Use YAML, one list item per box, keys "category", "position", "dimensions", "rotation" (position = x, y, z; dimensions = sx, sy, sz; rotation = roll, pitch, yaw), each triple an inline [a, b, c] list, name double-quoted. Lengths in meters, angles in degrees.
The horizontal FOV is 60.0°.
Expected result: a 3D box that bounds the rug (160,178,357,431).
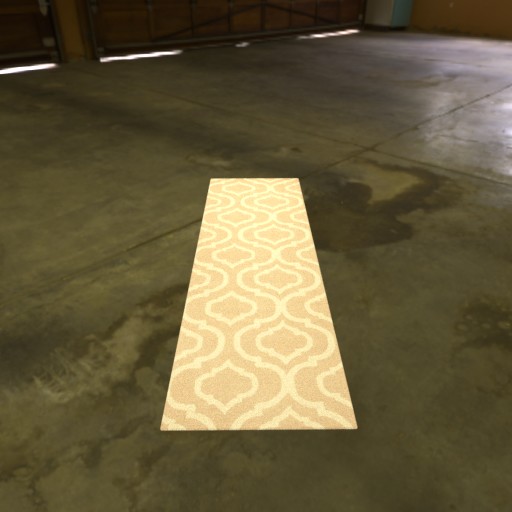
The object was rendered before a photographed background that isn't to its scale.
- category: "rug"
  position: [0.000, 0.000, 2.520]
  dimensions: [0.691, 0.013, 2.289]
  rotation: [0, 32, 0]
